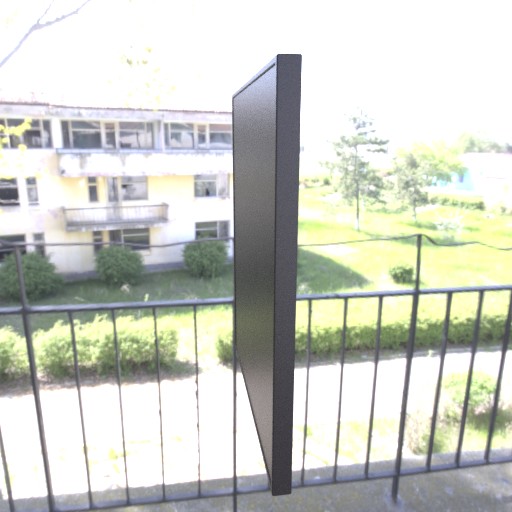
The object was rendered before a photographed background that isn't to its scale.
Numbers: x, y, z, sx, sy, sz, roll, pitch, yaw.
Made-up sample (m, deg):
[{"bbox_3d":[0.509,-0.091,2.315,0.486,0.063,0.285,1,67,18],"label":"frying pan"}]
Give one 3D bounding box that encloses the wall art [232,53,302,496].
[{"bbox_3d":[0.000,0.000,0.744,0.028,0.551,0.451,-2,15,-9],"label":"wall art"}]
